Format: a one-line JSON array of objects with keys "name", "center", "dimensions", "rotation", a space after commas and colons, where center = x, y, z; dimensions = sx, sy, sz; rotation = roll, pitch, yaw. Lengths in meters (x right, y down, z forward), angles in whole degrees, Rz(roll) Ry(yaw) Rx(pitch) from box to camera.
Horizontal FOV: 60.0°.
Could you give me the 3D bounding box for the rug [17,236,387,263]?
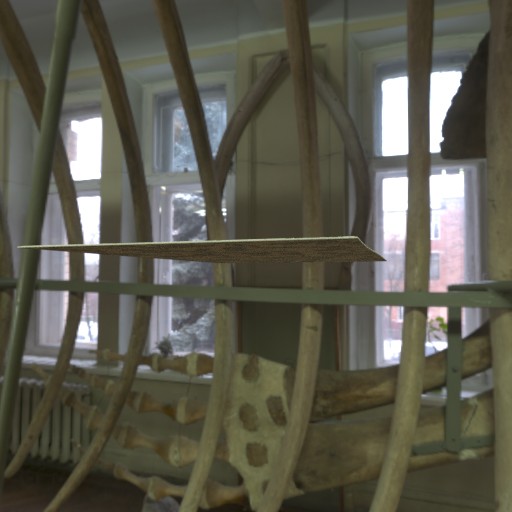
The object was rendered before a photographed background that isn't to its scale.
[{"name": "rug", "center": [0.000, 0.000, 2.840], "dimensions": [1.522, 0.008, 2.284], "rotation": [-1, -3, 19]}]
